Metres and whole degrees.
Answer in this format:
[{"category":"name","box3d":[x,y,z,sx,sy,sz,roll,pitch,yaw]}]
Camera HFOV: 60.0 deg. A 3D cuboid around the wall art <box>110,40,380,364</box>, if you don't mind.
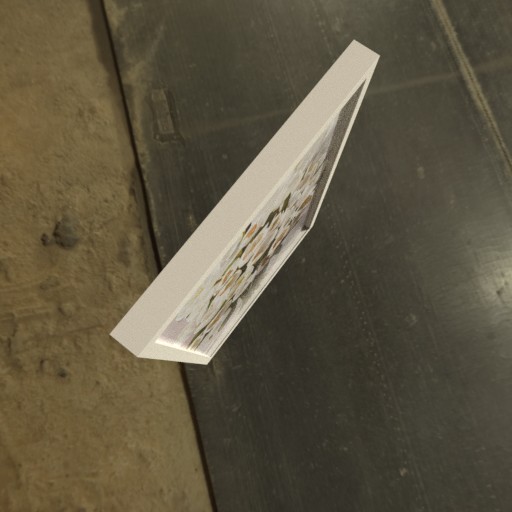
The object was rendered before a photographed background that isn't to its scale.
[{"category":"wall art","box3d":[0.000,0.000,0.816,0.038,0.657,0.450,36,78,9]}]
